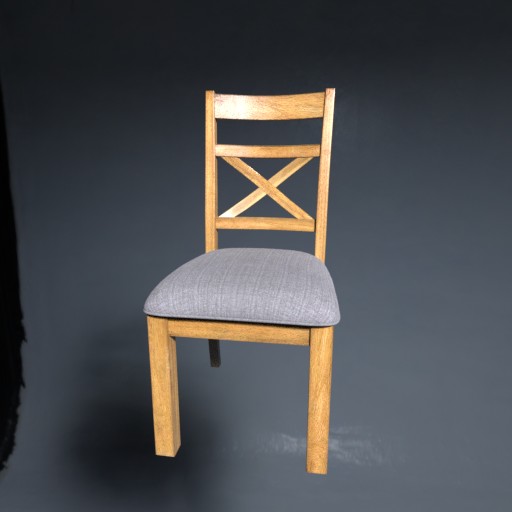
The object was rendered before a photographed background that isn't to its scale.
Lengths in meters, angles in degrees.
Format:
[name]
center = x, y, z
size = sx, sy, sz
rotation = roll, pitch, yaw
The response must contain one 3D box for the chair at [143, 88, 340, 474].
[chair]
center = 0.000, 0.000, 1.263
size = 0.470, 0.949, 0.581
rotation = 2, 14, 9
